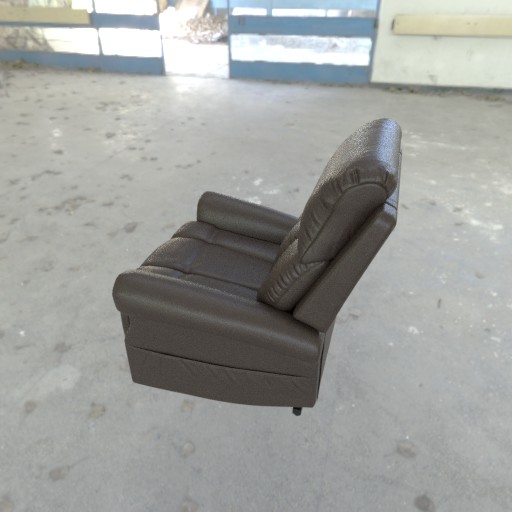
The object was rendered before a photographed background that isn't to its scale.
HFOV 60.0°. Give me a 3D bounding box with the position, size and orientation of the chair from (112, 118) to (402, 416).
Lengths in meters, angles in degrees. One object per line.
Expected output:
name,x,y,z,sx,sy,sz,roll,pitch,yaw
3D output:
chair,0.000,0.000,1.756,0.978,1.028,0.869,9,32,14
